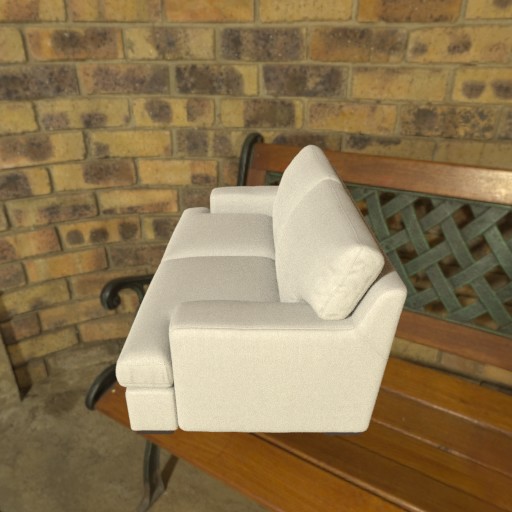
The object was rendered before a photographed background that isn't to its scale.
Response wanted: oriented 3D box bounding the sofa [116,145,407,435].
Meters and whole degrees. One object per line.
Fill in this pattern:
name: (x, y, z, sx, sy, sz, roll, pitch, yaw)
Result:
sofa: (0.000, 0.000, 2.560, 1.143, 0.940, 1.880, 0, 26, 0)
